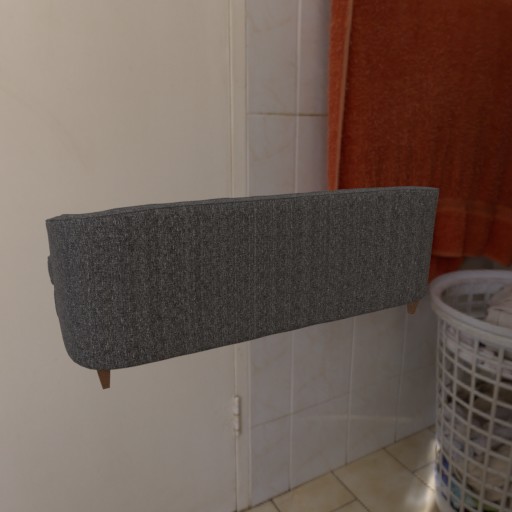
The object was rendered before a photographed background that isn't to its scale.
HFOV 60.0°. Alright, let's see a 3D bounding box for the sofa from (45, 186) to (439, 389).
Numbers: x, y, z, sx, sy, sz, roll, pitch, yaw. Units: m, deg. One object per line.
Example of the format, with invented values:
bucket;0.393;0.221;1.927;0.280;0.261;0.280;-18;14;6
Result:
sofa;0.000;0.000;2.693;2.278;0.855;0.941;-8;18;-26
